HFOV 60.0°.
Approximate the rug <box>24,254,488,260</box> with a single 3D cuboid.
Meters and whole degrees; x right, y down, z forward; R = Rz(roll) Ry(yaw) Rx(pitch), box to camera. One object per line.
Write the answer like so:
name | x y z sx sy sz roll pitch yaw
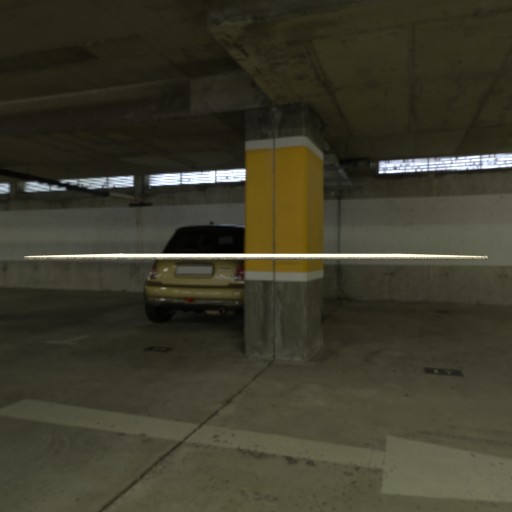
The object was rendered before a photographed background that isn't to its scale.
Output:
rug | 0.000 0.000 2.344 1.832 0.016 1.224 0 1 1
